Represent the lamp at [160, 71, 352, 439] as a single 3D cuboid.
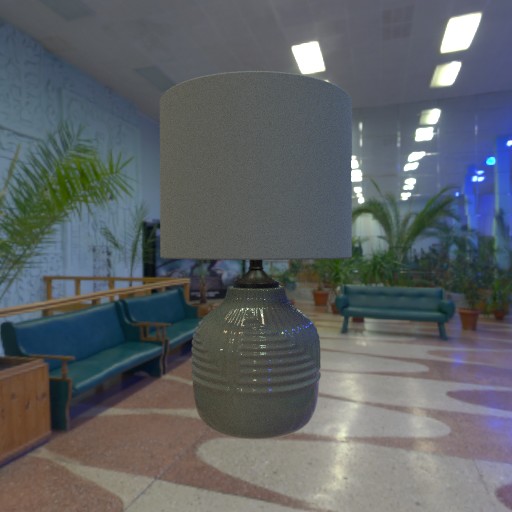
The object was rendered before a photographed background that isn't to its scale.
[{"bbox_3d":[0.000,0.000,0.753,0.318,0.567,0.318,0,1,0],"label":"lamp"}]
